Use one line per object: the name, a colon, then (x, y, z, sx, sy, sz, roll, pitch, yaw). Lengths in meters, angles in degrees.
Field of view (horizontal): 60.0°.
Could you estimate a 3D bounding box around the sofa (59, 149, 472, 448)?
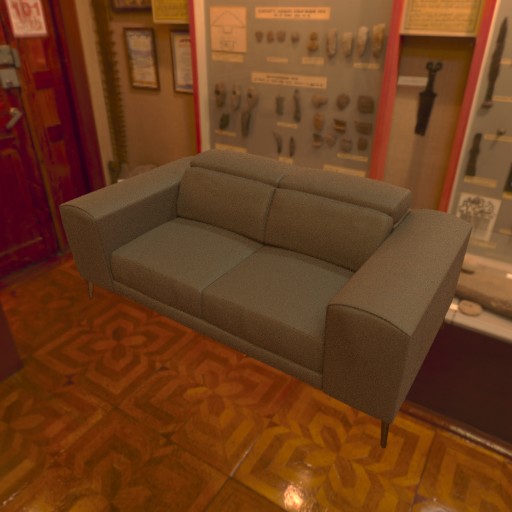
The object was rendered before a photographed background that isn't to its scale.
sofa: (0.000, 0.000, 2.351, 1.895, 0.779, 1.003, 19, 35, 29)
